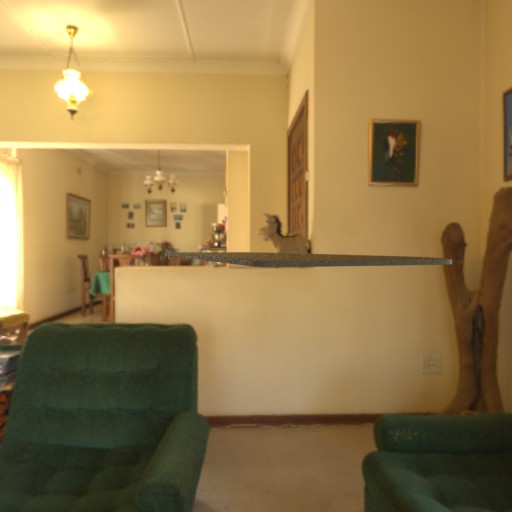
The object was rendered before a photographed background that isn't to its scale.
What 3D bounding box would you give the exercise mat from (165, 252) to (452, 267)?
[{"bbox_3d":[0.000,0.000,2.051,0.616,0.021,1.869,0,1,-19],"label":"exercise mat"}]
